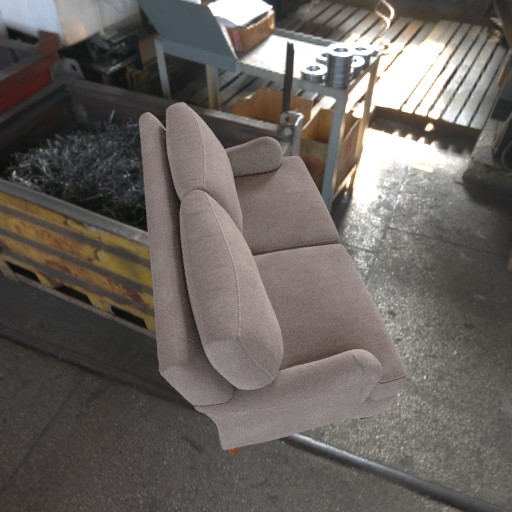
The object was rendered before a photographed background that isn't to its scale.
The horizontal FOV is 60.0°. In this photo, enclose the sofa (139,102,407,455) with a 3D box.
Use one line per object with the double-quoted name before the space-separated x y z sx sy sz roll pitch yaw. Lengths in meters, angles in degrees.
"sofa" 0.000 0.000 2.538 1.084 1.101 1.853 -9 48 -8
